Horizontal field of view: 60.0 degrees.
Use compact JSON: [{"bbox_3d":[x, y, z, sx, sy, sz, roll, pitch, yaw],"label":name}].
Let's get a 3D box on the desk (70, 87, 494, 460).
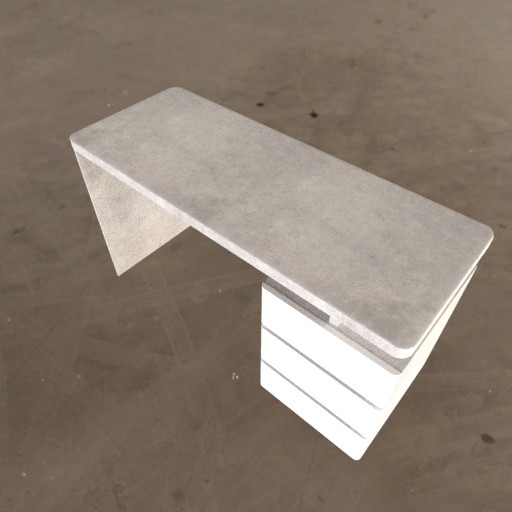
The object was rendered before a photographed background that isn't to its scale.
[{"bbox_3d":[0.000,0.000,1.740,1.400,0.755,0.550,32,55,27],"label":"desk"}]
